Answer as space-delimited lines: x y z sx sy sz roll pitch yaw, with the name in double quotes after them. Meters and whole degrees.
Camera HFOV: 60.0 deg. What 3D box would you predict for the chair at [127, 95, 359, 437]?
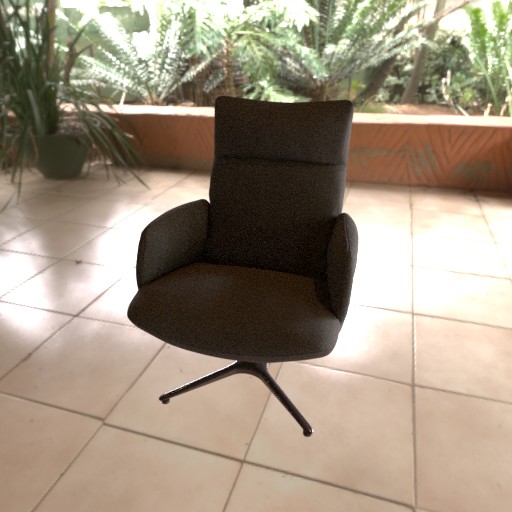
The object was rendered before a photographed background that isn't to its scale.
0.000 0.000 1.565 0.702 0.984 0.831 7 27 15 "chair"
